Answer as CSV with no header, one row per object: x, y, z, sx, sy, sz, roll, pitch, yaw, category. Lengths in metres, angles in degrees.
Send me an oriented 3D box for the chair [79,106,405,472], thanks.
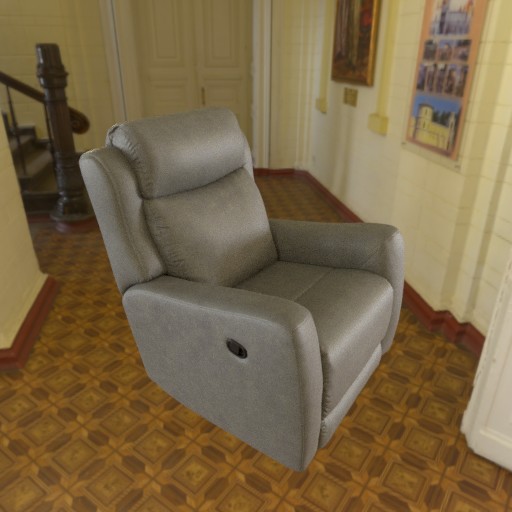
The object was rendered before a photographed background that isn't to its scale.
0.000,0.000,1.906,1.068,1.116,0.965,17,31,32,chair
